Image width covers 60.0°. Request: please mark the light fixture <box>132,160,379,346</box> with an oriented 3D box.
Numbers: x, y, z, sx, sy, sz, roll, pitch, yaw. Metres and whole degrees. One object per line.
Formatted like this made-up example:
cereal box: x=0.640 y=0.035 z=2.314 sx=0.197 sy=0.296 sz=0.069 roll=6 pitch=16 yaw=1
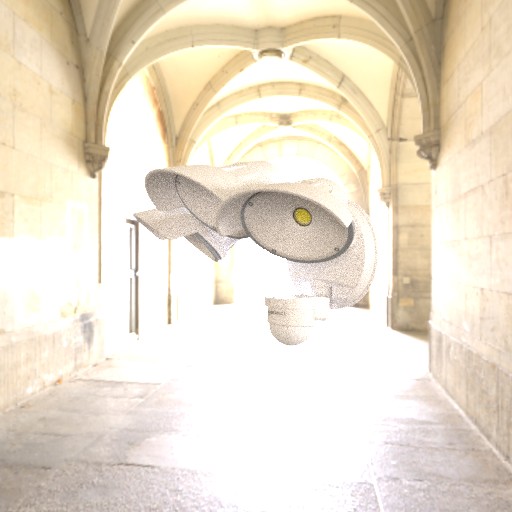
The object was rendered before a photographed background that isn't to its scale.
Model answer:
light fixture: x=0.000 y=0.000 z=0.551 sx=0.278 sy=0.237 sz=0.369 roll=0 pitch=0 yaw=-37
